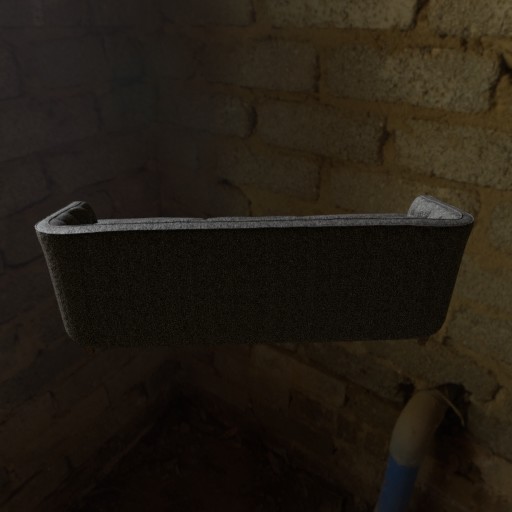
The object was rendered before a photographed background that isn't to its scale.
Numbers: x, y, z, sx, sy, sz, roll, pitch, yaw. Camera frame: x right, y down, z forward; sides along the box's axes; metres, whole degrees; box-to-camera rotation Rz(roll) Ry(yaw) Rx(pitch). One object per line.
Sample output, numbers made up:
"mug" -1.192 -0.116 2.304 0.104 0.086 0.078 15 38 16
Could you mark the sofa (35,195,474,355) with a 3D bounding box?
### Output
"sofa" 0.000 0.000 2.702 2.278 0.855 0.941 -1 30 -2
